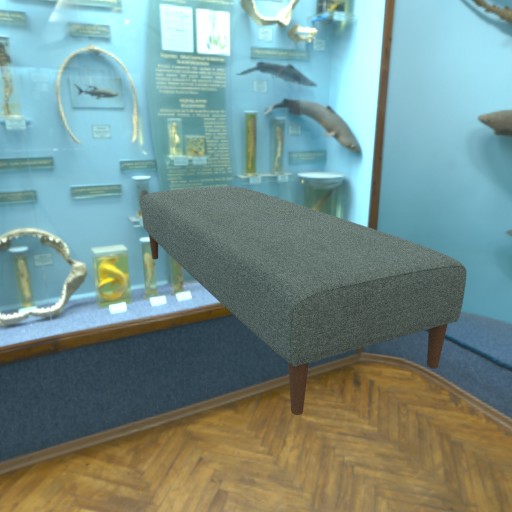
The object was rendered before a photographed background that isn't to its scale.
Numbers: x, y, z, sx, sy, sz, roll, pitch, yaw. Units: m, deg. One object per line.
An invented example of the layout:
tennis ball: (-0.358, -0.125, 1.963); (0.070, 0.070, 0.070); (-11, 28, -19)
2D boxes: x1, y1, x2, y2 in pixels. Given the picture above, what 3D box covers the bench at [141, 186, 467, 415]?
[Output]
bench: (0.000, 0.000, 1.887); (0.631, 0.384, 1.598); (-9, 20, -25)
